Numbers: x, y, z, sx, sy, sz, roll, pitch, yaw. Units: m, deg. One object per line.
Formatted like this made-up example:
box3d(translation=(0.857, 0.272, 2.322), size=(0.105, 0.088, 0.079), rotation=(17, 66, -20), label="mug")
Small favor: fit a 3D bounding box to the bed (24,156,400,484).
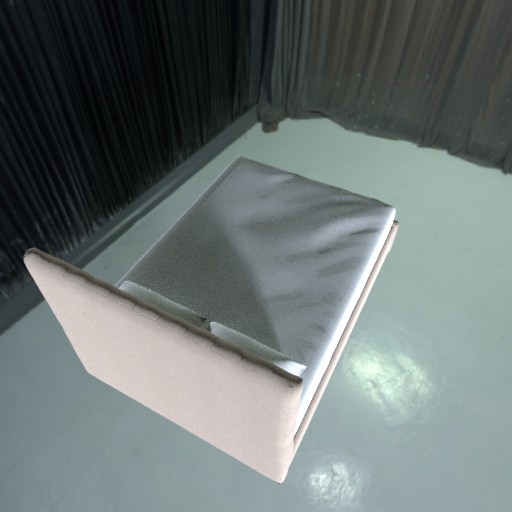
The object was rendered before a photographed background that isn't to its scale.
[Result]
box3d(translation=(0.000, 0.000, 3.377), size=(1.698, 1.427, 2.387), rotation=(22, 52, 19), label="bed")
